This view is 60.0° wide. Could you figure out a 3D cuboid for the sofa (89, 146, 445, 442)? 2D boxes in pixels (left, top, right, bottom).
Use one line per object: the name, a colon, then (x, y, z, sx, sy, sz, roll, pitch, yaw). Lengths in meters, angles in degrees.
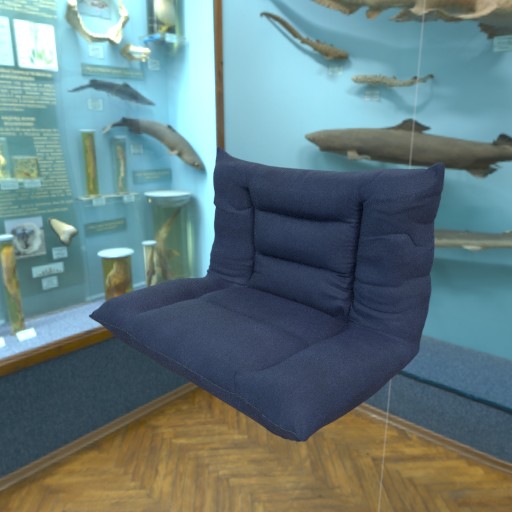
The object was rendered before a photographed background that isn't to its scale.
sofa: (0.000, 0.000, 1.688, 1.122, 0.778, 0.849, 14, 21, 42)
